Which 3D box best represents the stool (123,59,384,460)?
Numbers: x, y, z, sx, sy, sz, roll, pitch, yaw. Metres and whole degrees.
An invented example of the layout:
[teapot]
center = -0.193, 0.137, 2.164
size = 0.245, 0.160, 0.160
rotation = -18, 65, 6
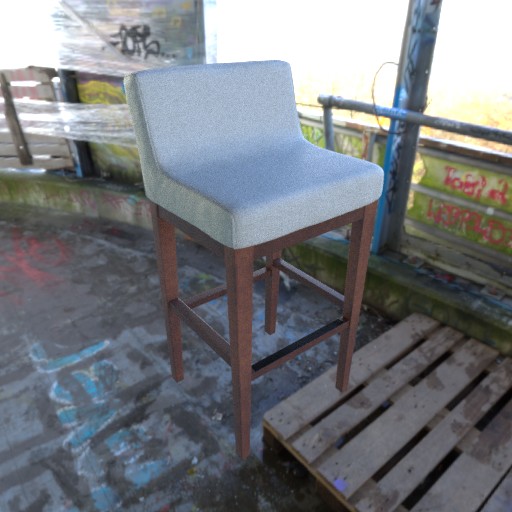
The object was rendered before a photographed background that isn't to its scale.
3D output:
[stool]
center = 0.000, 0.000, 1.334
size = 0.511, 1.037, 0.500
rotation = -21, 35, -32
